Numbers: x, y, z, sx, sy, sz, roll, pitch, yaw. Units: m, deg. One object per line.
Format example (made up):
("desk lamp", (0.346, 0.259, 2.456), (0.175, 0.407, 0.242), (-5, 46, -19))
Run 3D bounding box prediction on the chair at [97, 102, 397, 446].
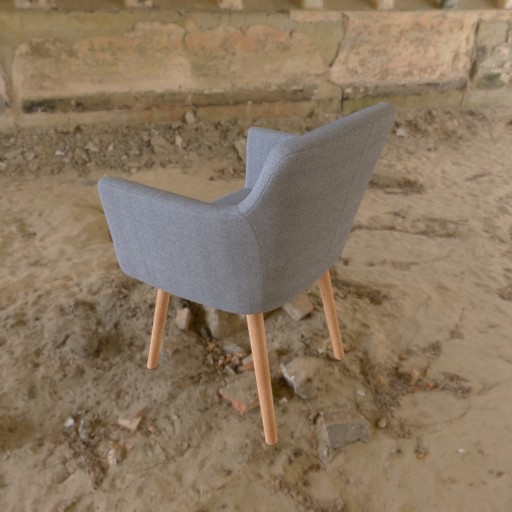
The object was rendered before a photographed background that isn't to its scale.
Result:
("chair", (0.000, 0.000, 1.151), (0.540, 0.780, 0.570), (20, 36, 31))
